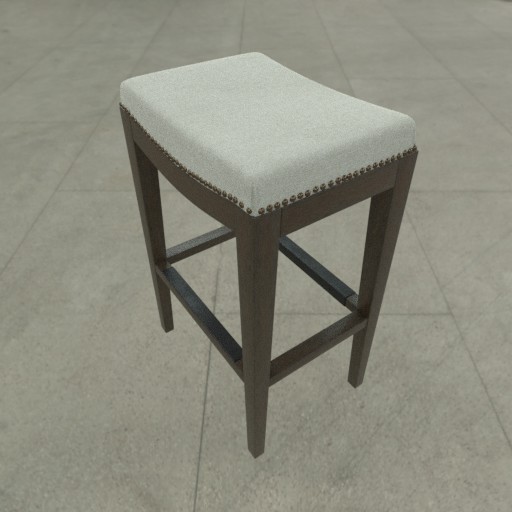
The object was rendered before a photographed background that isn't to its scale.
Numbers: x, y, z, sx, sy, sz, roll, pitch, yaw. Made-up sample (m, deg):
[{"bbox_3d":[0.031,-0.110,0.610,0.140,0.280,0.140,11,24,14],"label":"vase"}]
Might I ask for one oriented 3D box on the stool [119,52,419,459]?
[{"bbox_3d":[0.000,0.000,1.040,0.358,0.759,0.498,-25,46,-26],"label":"stool"}]
